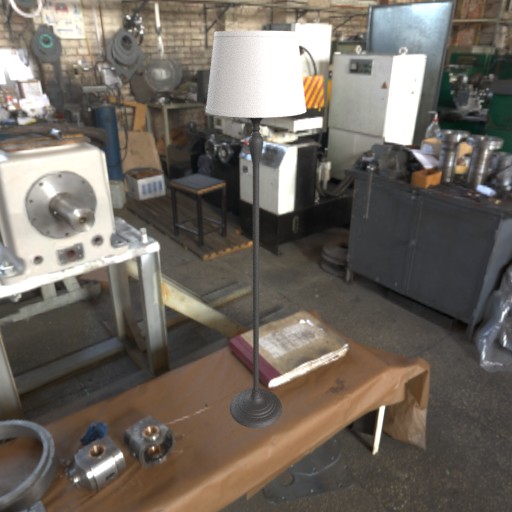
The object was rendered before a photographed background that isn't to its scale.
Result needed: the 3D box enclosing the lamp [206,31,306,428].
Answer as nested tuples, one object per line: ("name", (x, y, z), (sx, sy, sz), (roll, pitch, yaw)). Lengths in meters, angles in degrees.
("lamp", (0.000, 0.000, 1.670), (0.327, 1.506, 0.327), (8, 26, 16))
